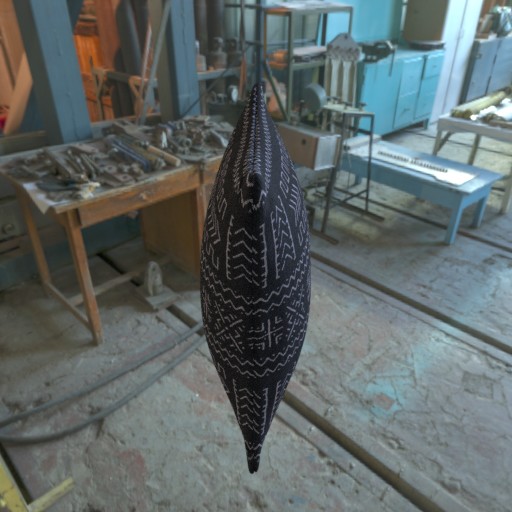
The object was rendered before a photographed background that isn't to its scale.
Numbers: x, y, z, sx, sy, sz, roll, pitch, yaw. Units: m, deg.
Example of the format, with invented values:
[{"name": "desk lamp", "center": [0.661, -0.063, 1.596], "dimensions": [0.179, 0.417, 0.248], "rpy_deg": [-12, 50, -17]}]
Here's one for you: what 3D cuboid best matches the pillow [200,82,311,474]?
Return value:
[{"name": "pillow", "center": [0.000, 0.000, 0.672], "dimensions": [0.164, 0.430, 0.438], "rpy_deg": [0, 32, 0]}]
